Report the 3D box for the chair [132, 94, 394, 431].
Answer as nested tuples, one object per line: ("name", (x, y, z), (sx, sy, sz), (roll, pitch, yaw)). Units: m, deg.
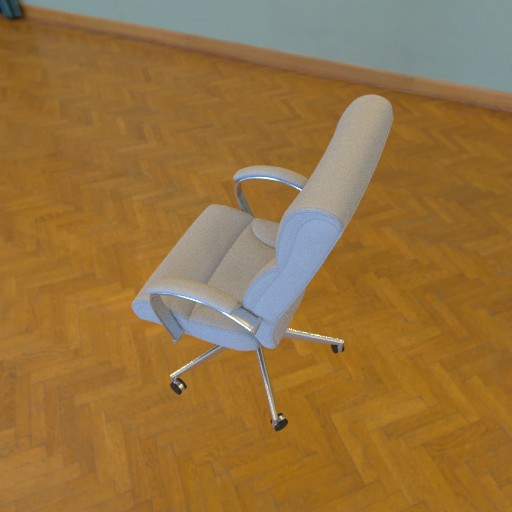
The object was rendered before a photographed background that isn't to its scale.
("chair", (0.000, 0.000, 1.570), (0.745, 1.099, 0.727), (17, 49, 16))
